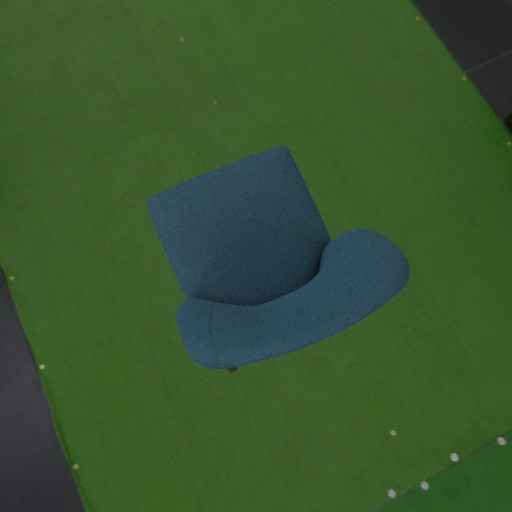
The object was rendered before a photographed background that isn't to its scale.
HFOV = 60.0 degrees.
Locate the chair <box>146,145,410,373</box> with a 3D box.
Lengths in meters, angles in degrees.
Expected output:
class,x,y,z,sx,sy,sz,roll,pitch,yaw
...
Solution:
class,x,y,z,sx,sy,sz,roll,pitch,yaw
chair,0.000,0.000,1.290,0.507,0.879,0.620,-23,75,-7
